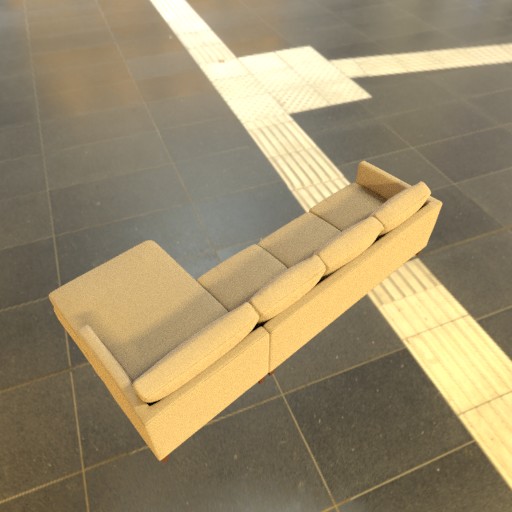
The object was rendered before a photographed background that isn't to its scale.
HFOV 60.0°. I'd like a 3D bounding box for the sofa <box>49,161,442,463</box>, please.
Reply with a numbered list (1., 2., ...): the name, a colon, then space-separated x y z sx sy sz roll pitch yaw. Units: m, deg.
1. sofa: 0.000 0.000 3.943 3.186 0.861 1.625 -32 54 -27
